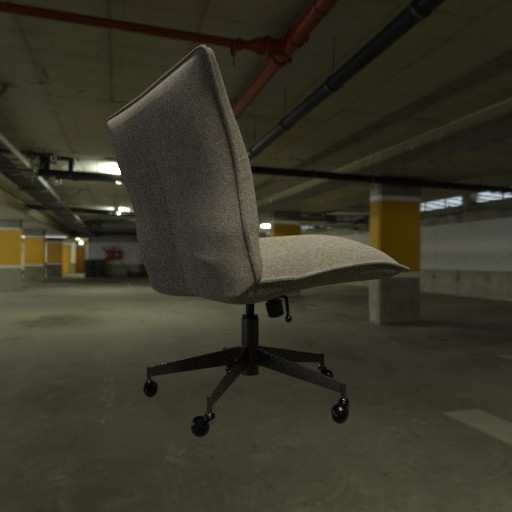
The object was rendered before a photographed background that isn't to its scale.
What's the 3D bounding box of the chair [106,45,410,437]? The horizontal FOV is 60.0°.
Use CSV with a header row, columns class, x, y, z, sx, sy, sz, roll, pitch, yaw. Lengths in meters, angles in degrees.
class,x,y,z,sx,sy,sz,roll,pitch,yaw
chair,0.000,0.000,1.259,0.696,0.811,0.597,0,-1,-35
